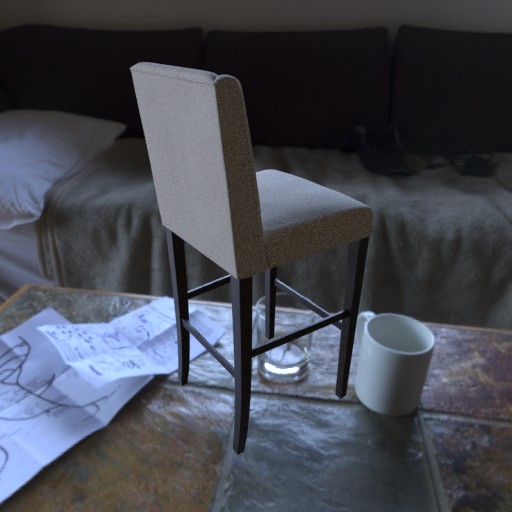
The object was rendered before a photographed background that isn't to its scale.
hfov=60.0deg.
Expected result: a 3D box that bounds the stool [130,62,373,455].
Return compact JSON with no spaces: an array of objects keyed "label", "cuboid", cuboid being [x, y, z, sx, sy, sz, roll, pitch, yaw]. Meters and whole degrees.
[{"label":"stool","cuboid":[0.000,0.000,1.387,0.509,1.116,0.474,-19,33,-32]}]
